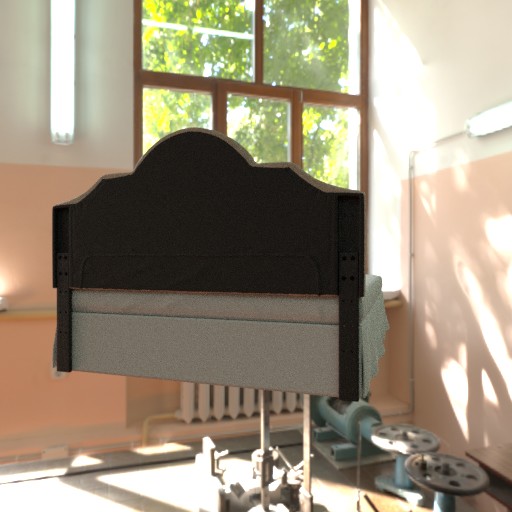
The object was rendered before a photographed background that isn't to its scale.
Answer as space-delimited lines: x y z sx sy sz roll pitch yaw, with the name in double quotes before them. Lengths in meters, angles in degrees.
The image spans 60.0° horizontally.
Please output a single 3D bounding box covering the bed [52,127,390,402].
"bed" 0.000 0.000 2.968 1.667 1.194 1.970 0 0 18
